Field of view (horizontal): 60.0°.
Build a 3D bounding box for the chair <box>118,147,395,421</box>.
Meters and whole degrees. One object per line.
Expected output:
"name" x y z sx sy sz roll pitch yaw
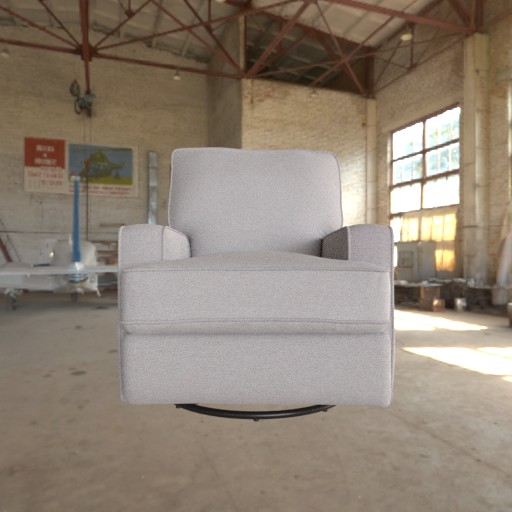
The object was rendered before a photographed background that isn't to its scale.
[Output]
"chair" 0.000 0.000 1.684 0.861 0.964 0.969 0 0 0
